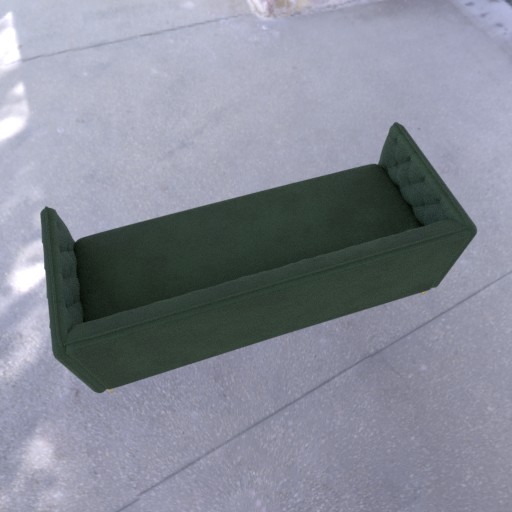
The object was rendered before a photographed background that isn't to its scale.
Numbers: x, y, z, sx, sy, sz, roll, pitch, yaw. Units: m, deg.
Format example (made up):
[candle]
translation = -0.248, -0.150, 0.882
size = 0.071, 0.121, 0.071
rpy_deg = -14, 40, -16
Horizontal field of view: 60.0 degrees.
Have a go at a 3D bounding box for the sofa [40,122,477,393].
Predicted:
[sofa]
translation = 0.000, 0.000, 2.649
size = 2.209, 0.771, 0.895
rpy_deg = -16, 59, -9
